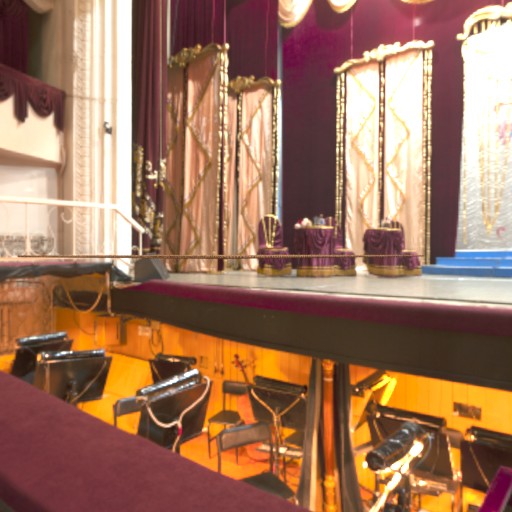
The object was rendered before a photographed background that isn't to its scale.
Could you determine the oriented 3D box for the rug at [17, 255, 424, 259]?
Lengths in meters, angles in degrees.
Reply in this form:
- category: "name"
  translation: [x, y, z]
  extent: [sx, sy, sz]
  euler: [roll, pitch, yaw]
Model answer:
- category: "rug"
  translation: [0.000, 0.000, 3.005]
  extent: [1.533, 0.011, 2.439]
  euler: [0, 0, 37]
